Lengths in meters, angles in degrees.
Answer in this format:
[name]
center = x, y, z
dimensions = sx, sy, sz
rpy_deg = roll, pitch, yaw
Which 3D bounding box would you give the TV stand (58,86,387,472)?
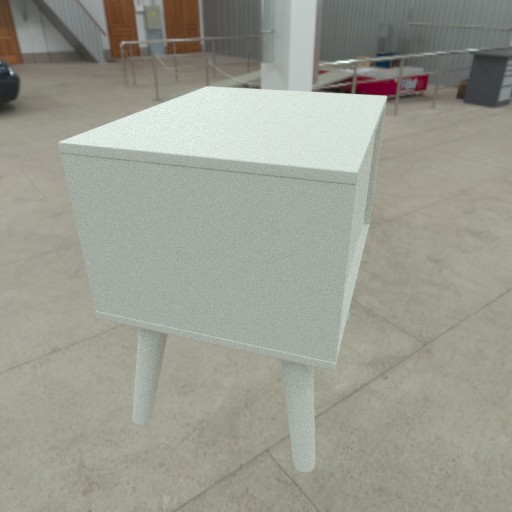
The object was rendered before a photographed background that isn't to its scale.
[TV stand]
center = 0.000, 0.000, 0.898
dimensions = 0.405, 0.559, 0.508
rpy_deg = 9, 31, 16
